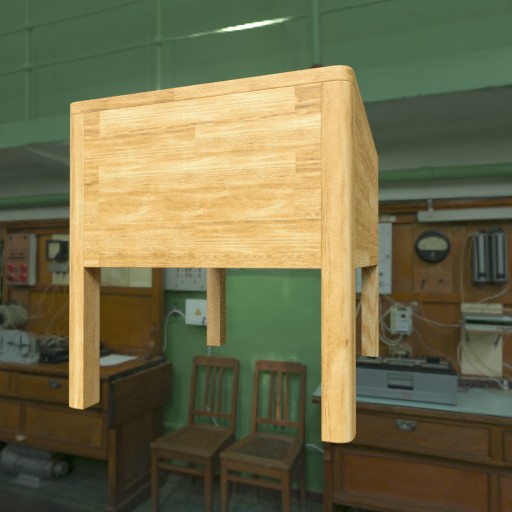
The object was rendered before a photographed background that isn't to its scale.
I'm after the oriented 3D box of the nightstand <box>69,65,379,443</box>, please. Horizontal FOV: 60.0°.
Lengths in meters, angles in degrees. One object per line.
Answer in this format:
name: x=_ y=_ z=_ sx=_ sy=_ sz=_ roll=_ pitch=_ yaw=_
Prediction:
nightstand: x=0.000 y=0.000 z=0.881 sx=0.440 sy=0.470 sz=0.560 roll=0 pitch=-1 yaw=19
